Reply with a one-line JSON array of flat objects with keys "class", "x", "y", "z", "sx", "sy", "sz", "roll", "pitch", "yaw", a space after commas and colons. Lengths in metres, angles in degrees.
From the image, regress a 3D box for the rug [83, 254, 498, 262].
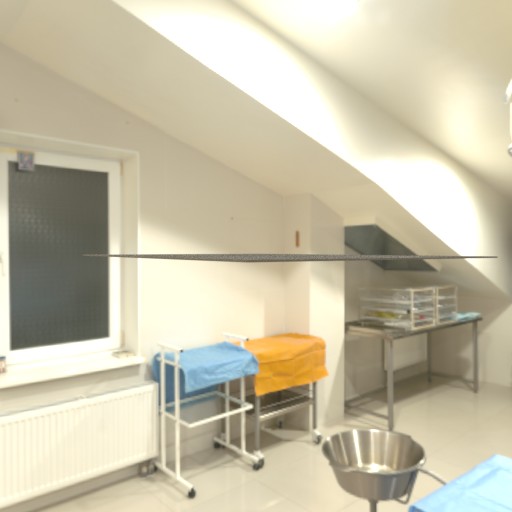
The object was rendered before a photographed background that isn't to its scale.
[{"class": "rug", "x": 0.000, "y": 0.000, "z": 2.829, "sx": 1.600, "sy": 0.008, "sz": 2.235, "roll": 0, "pitch": 1, "yaw": -34}]
